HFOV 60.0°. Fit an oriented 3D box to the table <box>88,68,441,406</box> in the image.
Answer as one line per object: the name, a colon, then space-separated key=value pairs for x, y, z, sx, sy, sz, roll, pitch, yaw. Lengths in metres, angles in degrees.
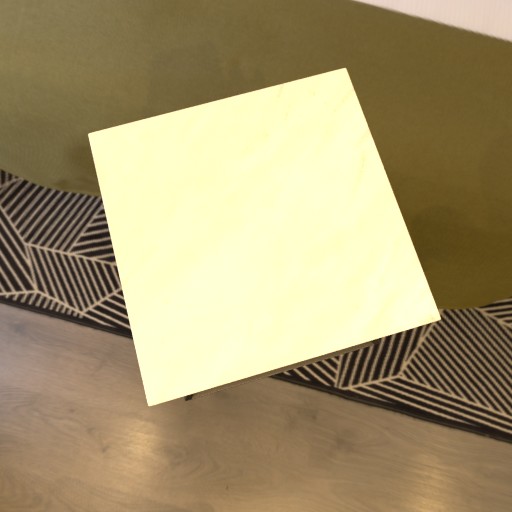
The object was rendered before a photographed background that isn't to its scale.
table: x=0.000 y=0.000 z=0.841 sx=0.455 sy=0.431 sz=0.455 roll=-16 pitch=77 yaw=-4
